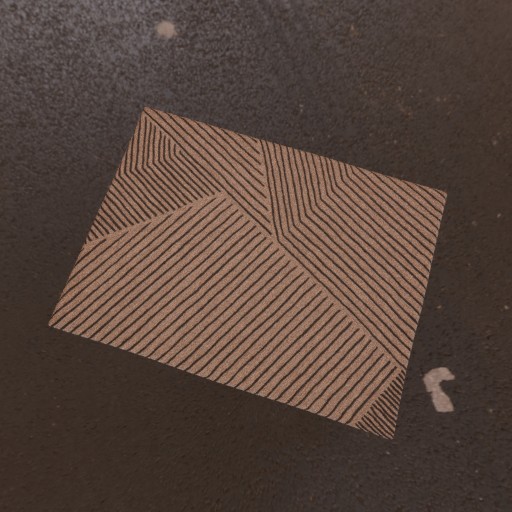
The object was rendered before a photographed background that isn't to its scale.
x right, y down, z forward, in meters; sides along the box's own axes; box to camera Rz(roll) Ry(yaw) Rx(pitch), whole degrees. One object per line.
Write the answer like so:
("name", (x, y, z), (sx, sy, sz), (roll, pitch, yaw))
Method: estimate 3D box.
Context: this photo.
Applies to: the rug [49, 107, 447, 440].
("rug", (0.000, 0.000, 3.208), (2.449, 0.028, 1.829), (17, 75, 5))
